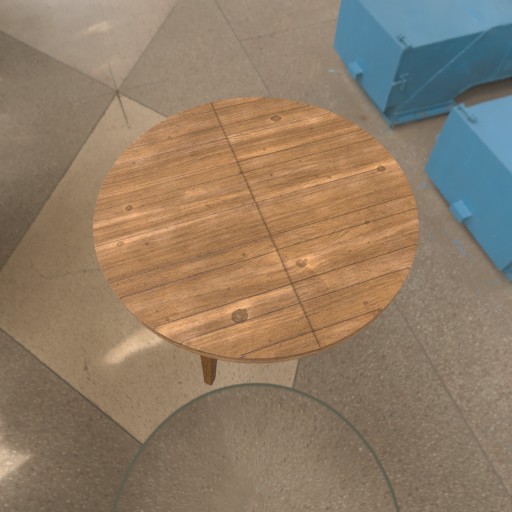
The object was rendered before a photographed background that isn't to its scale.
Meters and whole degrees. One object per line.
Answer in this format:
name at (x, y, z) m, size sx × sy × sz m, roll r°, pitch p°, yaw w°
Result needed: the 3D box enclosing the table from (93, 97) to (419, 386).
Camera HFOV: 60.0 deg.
table at (0.000, 0.000, 2.005) m, size 1.213 × 0.764 × 1.213 m, roll 0°, pitch 58°, yaw 0°
